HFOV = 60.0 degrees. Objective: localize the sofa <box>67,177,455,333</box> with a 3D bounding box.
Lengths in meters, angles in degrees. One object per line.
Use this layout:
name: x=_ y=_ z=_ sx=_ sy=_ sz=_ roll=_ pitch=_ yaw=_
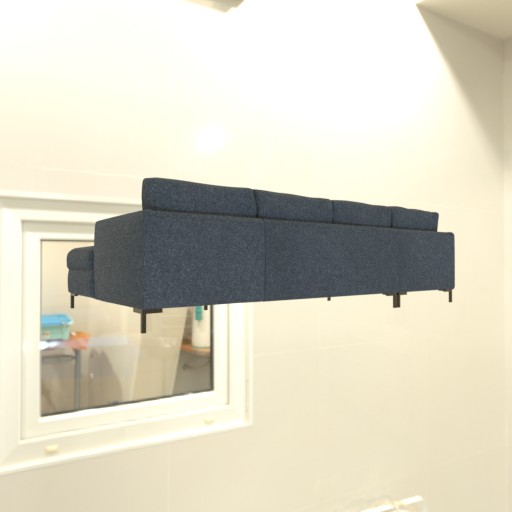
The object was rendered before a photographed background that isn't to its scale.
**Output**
sofa: x=0.000 y=0.000 z=3.841 sx=2.956 sy=0.813 sz=2.007 roll=1 pitch=-1 yaw=-37
